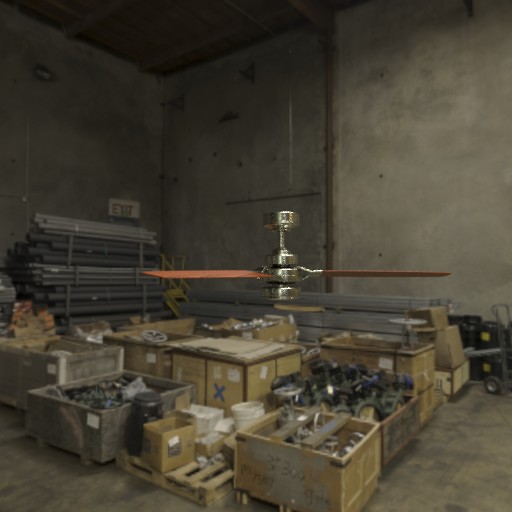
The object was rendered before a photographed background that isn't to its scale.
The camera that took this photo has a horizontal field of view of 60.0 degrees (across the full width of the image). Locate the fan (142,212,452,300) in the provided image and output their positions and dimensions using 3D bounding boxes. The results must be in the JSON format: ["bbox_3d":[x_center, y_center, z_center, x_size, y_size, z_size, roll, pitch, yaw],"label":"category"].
[{"bbox_3d":[0.000,0.000,2.024,1.416,0.410,1.271,-2,-3,37],"label":"fan"}]
